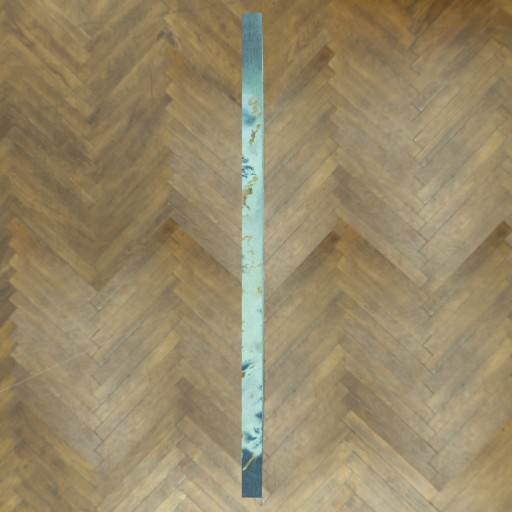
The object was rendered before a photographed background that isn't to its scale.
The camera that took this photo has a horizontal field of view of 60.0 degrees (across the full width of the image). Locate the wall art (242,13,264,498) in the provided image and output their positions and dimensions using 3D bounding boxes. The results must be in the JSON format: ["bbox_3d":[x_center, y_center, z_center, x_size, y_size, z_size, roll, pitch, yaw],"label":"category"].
[{"bbox_3d":[0.000,0.000,1.137,0.038,0.608,0.912,0,89,2],"label":"wall art"}]
